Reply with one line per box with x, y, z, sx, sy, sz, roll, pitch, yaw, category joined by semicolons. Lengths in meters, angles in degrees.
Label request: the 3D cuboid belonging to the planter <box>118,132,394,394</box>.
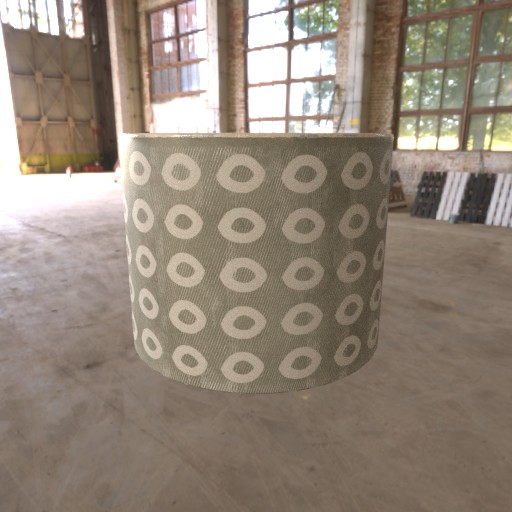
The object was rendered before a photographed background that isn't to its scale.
0.000;0.000;0.450;0.250;0.239;0.250;0;15;0;planter
